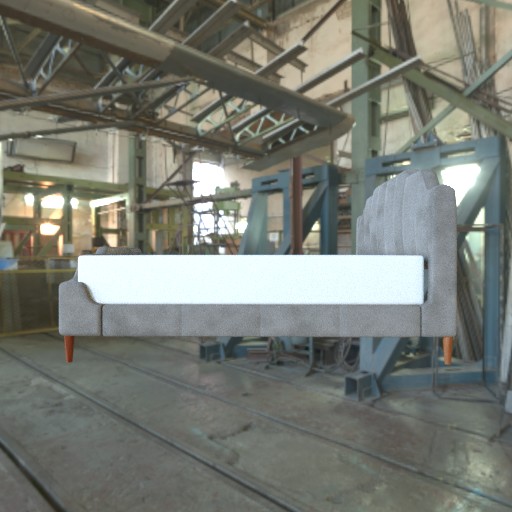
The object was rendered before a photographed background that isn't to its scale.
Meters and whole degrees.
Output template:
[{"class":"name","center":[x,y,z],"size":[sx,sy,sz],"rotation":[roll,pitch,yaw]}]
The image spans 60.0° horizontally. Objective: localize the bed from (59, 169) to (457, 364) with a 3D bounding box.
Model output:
[{"class":"bed","center":[0.000,0.000,3.585],"size":[2.340,1.245,2.074],"rotation":[0,0,1]}]
